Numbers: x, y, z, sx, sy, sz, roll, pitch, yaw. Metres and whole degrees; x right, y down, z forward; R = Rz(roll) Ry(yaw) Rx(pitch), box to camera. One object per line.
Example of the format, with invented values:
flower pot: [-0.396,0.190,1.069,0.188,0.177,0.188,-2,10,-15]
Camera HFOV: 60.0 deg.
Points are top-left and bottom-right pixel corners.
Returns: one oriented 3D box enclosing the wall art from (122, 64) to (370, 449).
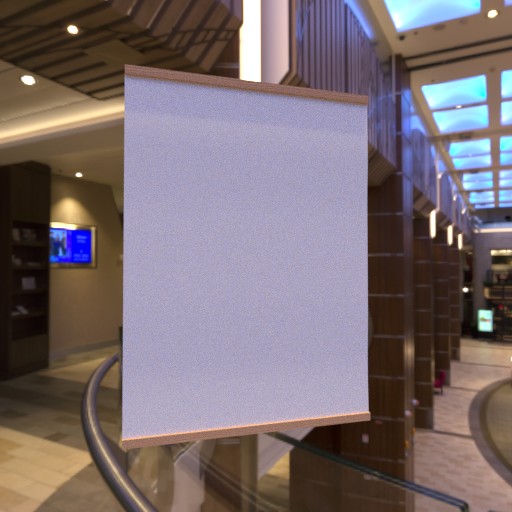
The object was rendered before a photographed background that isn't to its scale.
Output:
wall art: [0.000,0.000,1.289,0.739,1.016,0.020,0,-1,-17]
